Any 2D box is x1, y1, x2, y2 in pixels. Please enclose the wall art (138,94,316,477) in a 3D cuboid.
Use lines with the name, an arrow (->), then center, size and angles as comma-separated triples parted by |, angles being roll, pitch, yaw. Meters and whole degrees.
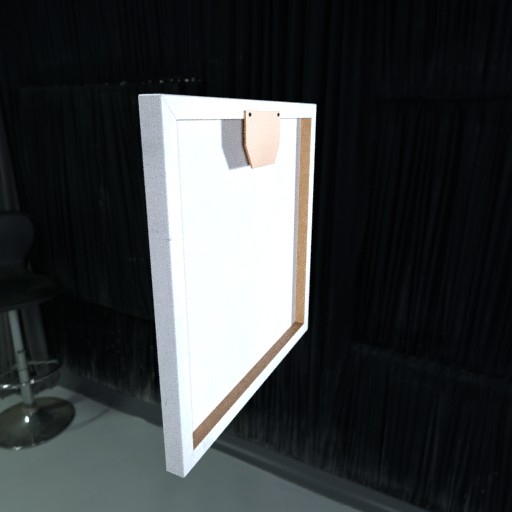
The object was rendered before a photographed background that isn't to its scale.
wall art -> 0.000, 0.000, 0.915 | 0.044, 0.605, 0.605 | 8, 19, 25
